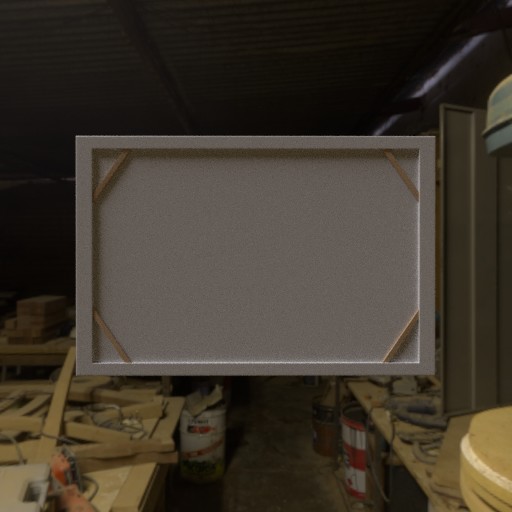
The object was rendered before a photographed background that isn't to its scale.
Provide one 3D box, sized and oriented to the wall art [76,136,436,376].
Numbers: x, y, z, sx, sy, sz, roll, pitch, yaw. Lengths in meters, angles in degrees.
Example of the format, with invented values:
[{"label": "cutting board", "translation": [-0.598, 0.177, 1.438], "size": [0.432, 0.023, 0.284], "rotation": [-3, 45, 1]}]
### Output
[{"label": "wall art", "translation": [0.000, 0.000, 1.146], "size": [0.914, 0.609, 0.038], "rotation": [0, 0, 0]}]
